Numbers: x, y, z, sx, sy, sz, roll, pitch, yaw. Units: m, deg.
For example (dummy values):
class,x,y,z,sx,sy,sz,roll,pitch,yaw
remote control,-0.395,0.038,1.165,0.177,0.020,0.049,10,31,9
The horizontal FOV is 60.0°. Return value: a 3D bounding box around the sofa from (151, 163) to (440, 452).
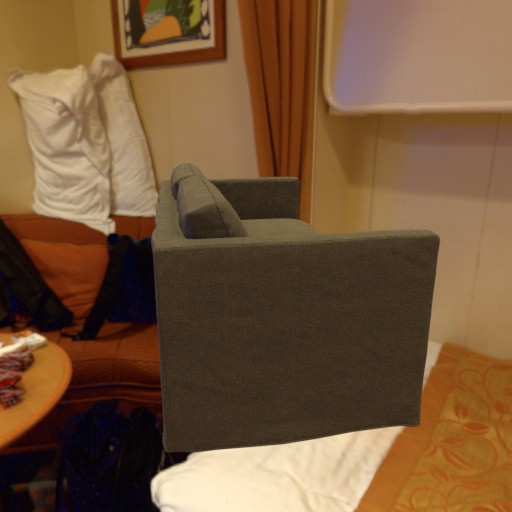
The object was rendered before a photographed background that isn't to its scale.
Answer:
class,x,y,z,sx,sy,sz,roll,pitch,yaw
sofa,0.000,0.000,2.289,0.974,0.854,1.802,-3,17,-10
